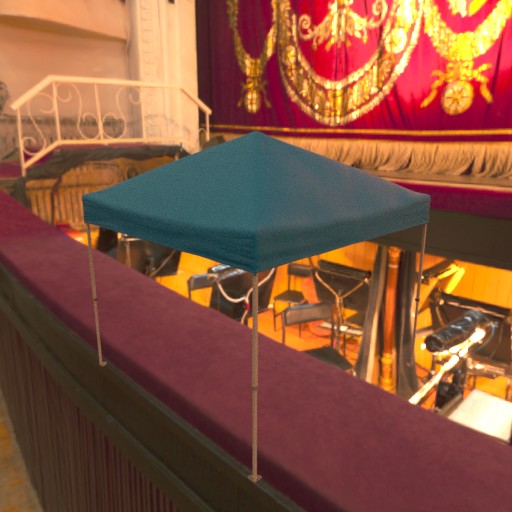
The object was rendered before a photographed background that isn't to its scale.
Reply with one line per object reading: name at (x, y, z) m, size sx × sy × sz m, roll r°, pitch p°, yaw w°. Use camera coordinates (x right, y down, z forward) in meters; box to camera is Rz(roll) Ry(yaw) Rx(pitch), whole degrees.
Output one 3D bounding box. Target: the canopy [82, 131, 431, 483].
canopy at (0.000, 0.000, 5.515) m, size 2.996 × 2.997 × 2.998 m, roll -14°, pitch 21°, yaw -43°
